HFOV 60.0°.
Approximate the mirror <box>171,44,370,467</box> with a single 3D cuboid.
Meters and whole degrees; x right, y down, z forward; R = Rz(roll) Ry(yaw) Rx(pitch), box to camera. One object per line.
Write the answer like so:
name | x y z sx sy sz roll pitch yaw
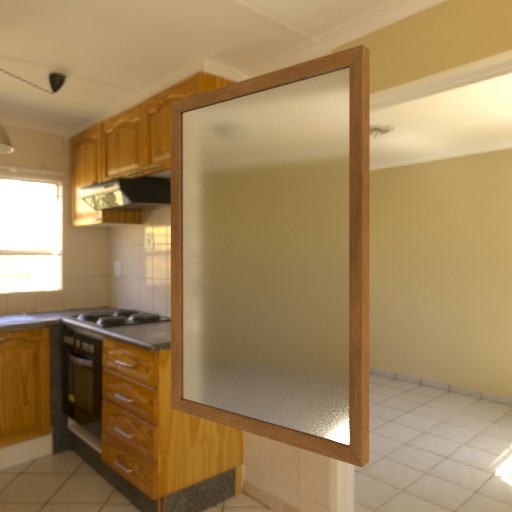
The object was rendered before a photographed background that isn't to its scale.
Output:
mirror | 0.000 0.000 1.156 0.609 0.915 0.040 0 0 37
